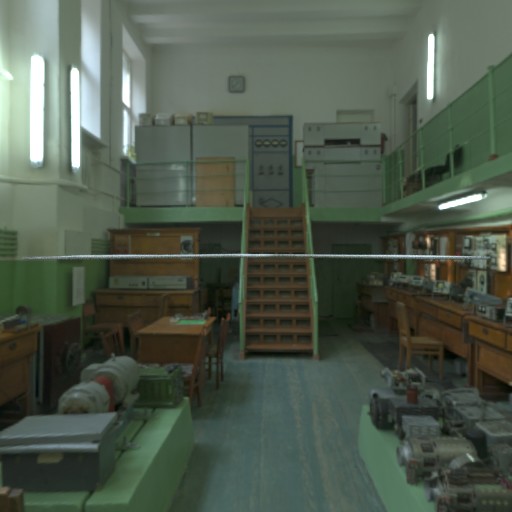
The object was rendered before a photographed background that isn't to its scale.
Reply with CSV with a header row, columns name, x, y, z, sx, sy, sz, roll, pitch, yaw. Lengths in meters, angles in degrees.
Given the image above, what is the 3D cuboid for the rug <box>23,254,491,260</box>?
name,x,y,z,sx,sy,sz,roll,pitch,yaw
rug,0.000,0.000,2.295,1.820,0.022,1.179,0,0,0
